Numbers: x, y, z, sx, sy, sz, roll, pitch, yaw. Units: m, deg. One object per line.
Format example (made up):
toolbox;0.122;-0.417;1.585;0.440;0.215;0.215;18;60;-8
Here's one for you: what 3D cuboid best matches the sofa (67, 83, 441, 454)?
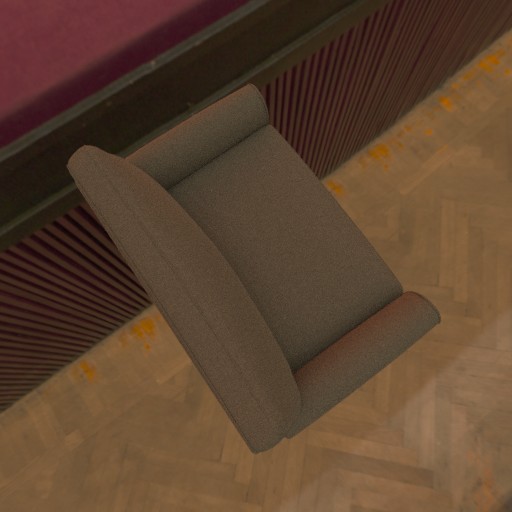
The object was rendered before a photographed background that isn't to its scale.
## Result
sofa;0.000;0.000;2.007;0.940;0.953;1.410;-35;78;-8
